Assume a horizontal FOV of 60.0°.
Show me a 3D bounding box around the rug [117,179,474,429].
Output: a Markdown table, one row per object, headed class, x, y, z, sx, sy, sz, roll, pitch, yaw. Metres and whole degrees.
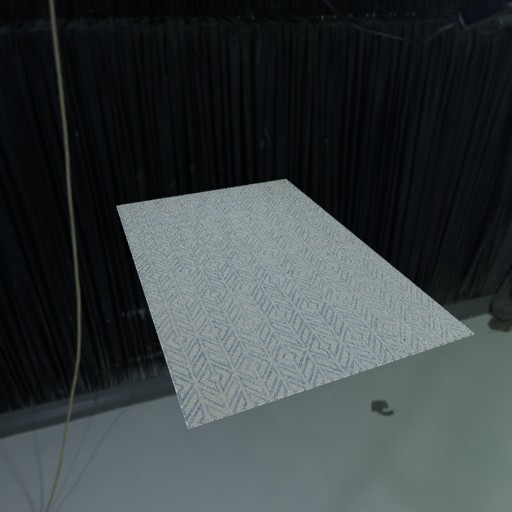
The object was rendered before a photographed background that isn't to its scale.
| class | x | y | z | sx | sy | sz | roll | pitch | yaw |
| --- | --- | --- | --- | --- | --- | --- | --- | --- | --- |
| rug | 0.000 | 0.000 | 2.368 | 1.220 | 0.008 | 1.824 | -12 | 34 | -19 |
